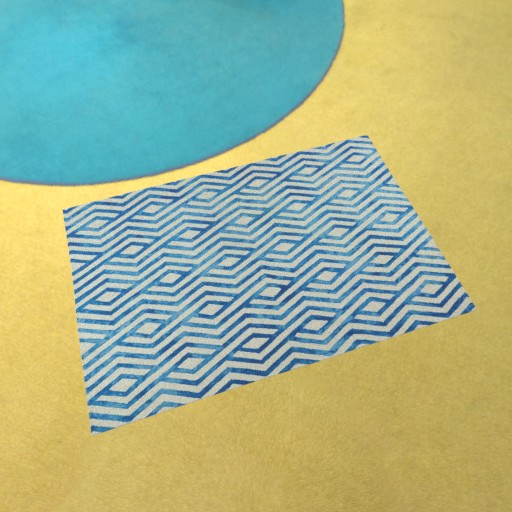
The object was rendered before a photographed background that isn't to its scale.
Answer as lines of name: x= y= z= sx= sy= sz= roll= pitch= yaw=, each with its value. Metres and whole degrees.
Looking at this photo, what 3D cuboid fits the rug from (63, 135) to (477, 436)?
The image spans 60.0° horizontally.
rug: x=0.000 y=0.000 z=2.275 sx=1.830 sy=0.008 sz=1.225 roll=-16 pitch=61 yaw=-9
